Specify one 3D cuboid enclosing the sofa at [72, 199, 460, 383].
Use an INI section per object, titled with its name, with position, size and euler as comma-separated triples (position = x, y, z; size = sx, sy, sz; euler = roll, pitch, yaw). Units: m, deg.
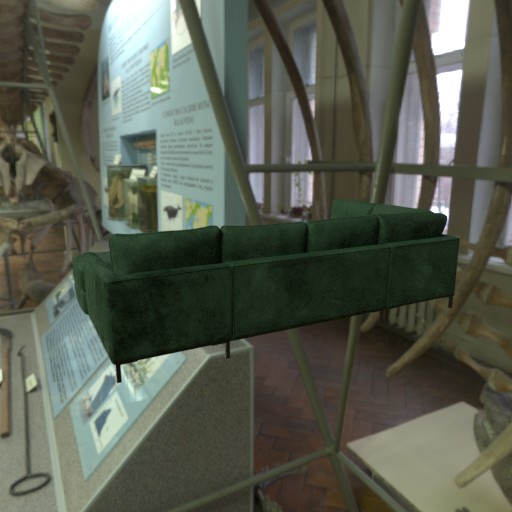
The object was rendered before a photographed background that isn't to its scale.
[sofa]
position = 0.000, 0.000, 3.981
size = 2.994, 0.861, 1.992
euler = -6, 14, -27
